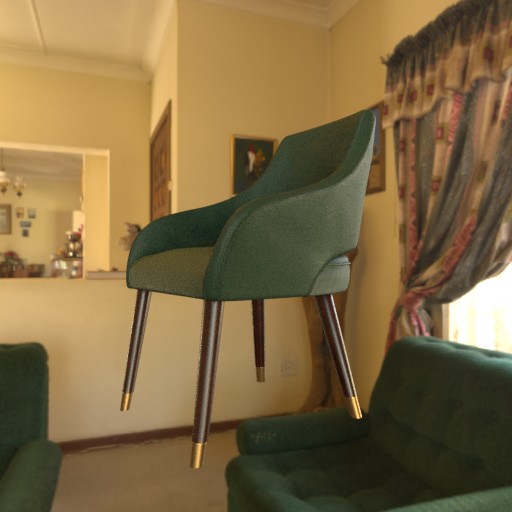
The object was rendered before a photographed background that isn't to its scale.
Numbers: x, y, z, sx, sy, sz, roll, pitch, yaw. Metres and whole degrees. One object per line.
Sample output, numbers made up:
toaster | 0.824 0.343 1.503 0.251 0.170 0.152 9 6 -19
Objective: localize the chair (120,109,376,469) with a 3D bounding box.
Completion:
chair | 0.000 0.000 1.575 0.794 1.081 0.683 0 0 -36
